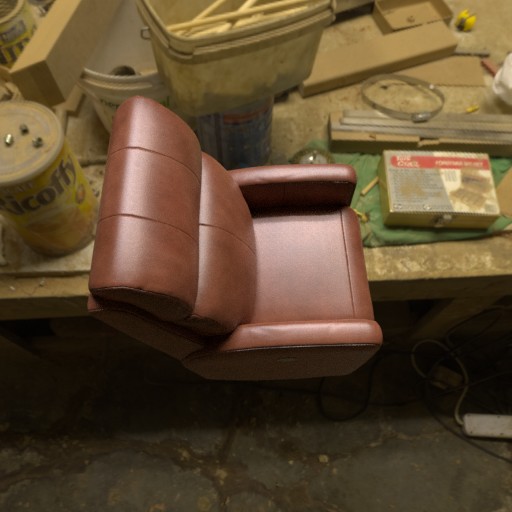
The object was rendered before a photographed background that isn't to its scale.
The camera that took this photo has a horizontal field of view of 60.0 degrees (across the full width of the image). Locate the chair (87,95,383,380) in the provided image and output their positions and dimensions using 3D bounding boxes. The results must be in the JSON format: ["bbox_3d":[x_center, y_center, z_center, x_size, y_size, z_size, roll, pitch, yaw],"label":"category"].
[{"bbox_3d":[0.000,0.000,1.710,0.939,1.016,0.787,-2,64,-1],"label":"chair"}]
